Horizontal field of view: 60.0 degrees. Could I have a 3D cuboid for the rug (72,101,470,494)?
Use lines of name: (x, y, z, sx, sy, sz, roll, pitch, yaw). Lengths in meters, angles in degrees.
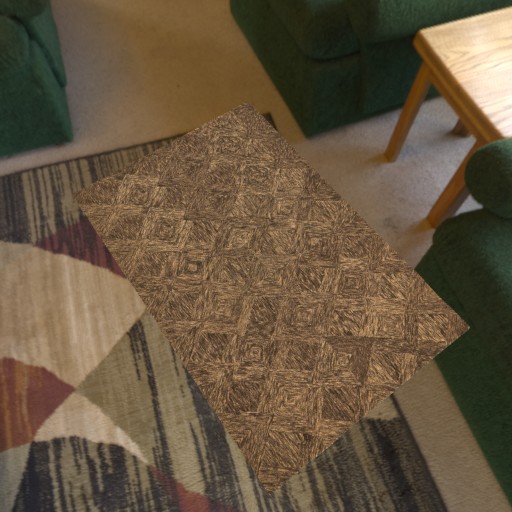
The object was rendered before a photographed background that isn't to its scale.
rug: (0.000, 0.000, 2.261, 1.189, 0.011, 1.808, -33, 68, -15)
